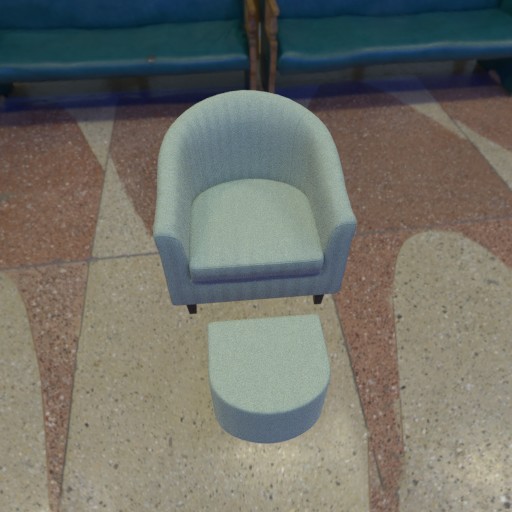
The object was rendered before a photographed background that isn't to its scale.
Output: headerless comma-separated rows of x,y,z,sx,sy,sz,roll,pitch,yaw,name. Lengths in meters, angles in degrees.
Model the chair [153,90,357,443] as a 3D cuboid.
0.000,0.000,1.786,0.756,0.757,1.288,-4,48,-4,chair
